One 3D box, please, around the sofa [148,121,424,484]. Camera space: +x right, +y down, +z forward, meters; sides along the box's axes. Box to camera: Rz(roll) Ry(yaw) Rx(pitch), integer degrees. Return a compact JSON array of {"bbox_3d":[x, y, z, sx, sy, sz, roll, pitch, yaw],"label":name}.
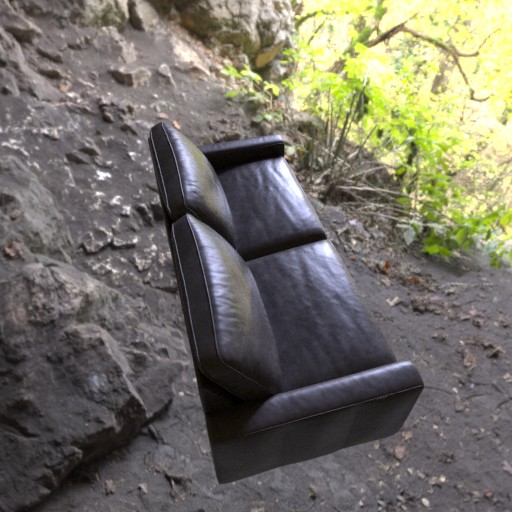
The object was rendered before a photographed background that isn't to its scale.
[{"bbox_3d":[0.000,0.000,2.549,0.939,0.916,2.081,-11,48,-11],"label":"sofa"}]
